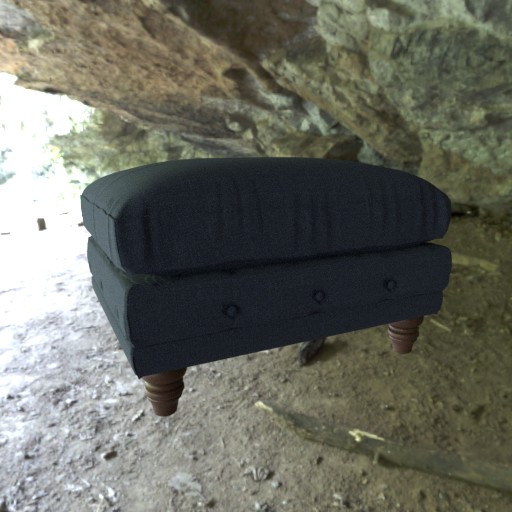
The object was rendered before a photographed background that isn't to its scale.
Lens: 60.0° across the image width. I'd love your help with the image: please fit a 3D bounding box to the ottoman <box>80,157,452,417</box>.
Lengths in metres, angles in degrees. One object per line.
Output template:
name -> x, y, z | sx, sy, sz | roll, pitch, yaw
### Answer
ottoman -> 0.000, 0.000, 1.116 | 0.767, 0.486, 0.558 | -6, 14, -26
